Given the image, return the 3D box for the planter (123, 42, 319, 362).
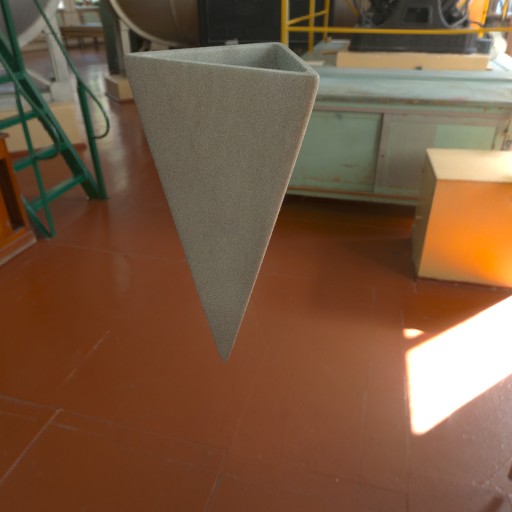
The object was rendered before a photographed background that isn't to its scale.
[{"bbox_3d":[0.000,0.000,0.268,0.101,0.224,0.081,-23,38,-34],"label":"planter"}]
